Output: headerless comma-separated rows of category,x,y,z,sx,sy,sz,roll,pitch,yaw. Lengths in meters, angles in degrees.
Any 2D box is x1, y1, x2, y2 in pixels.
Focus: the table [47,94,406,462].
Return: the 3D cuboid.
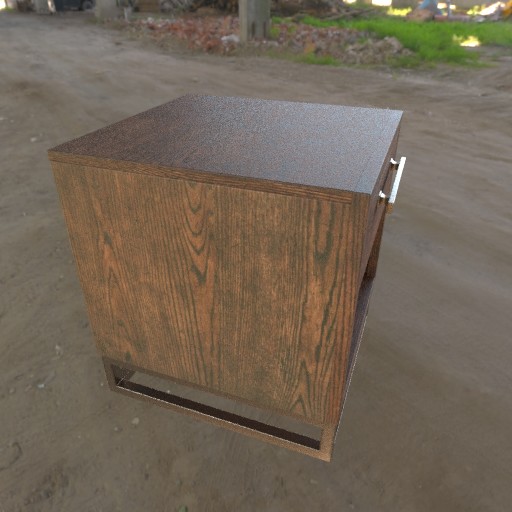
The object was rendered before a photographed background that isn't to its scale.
table,0.000,0.000,1.014,0.566,0.582,0.506,11,33,18
